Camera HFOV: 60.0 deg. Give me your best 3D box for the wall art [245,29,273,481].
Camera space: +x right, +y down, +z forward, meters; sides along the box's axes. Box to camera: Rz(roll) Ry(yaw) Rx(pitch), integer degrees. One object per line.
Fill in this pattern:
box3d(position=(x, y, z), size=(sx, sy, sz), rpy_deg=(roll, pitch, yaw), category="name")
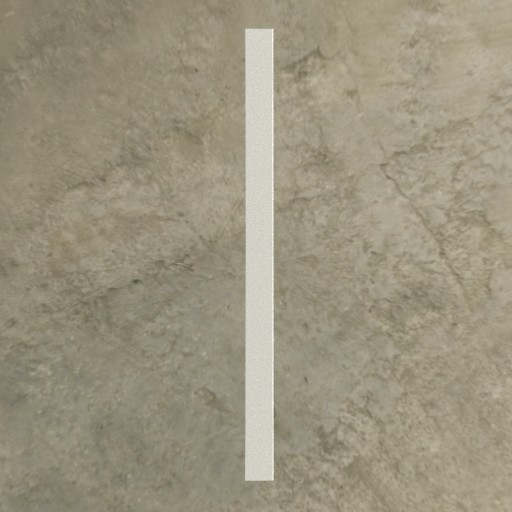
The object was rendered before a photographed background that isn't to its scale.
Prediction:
box3d(position=(0.000, 0.000, 0.903), size=(0.038, 0.610, 0.610), rpy_deg=(0, 89, -1), category="wall art")
